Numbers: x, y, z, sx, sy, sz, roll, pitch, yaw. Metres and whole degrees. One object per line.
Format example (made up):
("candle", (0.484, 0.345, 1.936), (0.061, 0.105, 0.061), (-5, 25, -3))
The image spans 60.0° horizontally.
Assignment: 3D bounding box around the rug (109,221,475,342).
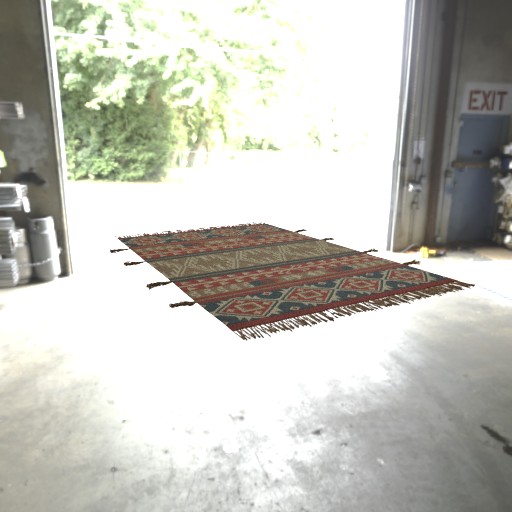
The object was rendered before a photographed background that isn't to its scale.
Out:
("rug", (0.000, 0.000, 3.177), (1.778, 0.048, 2.450), (-8, 16, -28))
